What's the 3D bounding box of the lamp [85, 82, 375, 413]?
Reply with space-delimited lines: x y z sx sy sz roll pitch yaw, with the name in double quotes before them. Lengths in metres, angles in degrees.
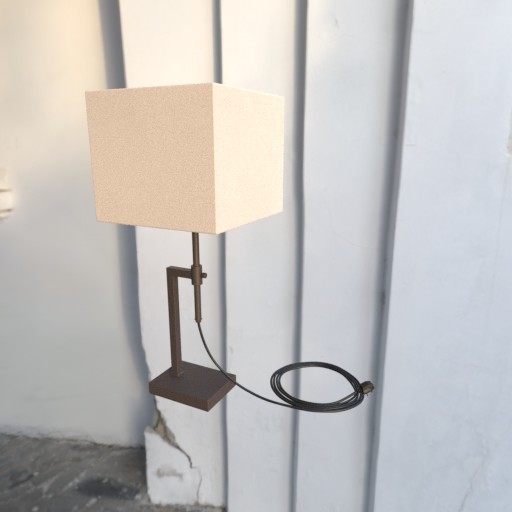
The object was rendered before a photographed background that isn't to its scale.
"lamp" 0.000 0.000 0.959 0.504 0.660 0.399 7 16 26
